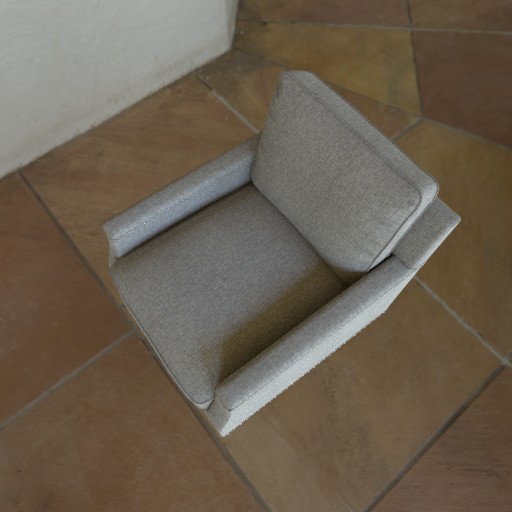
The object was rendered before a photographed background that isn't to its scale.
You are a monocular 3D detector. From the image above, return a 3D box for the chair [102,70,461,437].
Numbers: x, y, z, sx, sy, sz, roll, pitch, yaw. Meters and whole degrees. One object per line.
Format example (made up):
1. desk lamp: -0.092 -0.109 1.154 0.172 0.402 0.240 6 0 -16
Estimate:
1. chair: 0.000 0.000 1.711 1.014 0.943 0.853 -33 68 -16
